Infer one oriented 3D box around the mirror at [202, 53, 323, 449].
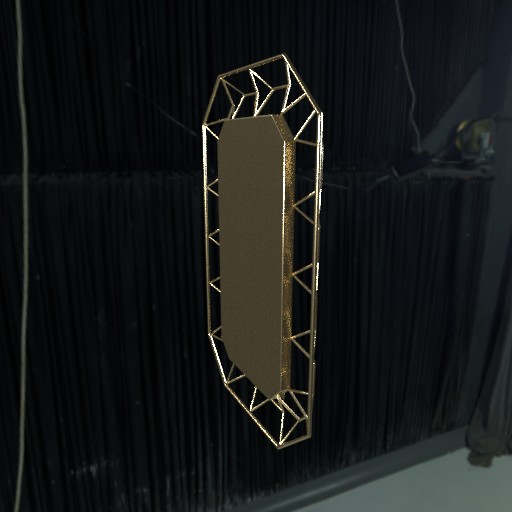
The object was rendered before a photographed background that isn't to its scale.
[{"bbox_3d":[0.000,0.000,1.092,0.051,0.870,0.572,-7,16,-26],"label":"mirror"}]
